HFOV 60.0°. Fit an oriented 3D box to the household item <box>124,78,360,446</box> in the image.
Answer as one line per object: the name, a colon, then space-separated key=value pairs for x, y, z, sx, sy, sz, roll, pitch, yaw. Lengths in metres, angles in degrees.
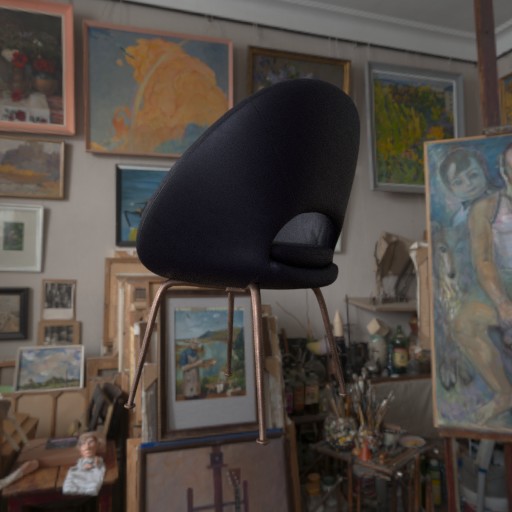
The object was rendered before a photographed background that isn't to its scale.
household item: x=0.000 y=0.000 z=1.286 sx=0.573 sy=0.852 sz=0.623 roll=-1 pitch=-2 yaw=35
